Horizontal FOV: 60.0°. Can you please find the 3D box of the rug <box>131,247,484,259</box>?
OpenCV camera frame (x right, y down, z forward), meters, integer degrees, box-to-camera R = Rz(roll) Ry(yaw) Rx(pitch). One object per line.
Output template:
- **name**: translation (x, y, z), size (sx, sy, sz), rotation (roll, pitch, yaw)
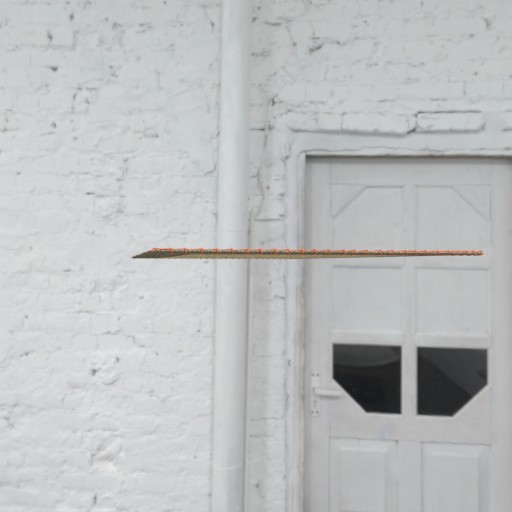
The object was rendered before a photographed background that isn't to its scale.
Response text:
- **rug**: translation (0.000, 0.000, 2.324), size (1.220, 0.019, 1.838), rotation (0, -1, -17)
